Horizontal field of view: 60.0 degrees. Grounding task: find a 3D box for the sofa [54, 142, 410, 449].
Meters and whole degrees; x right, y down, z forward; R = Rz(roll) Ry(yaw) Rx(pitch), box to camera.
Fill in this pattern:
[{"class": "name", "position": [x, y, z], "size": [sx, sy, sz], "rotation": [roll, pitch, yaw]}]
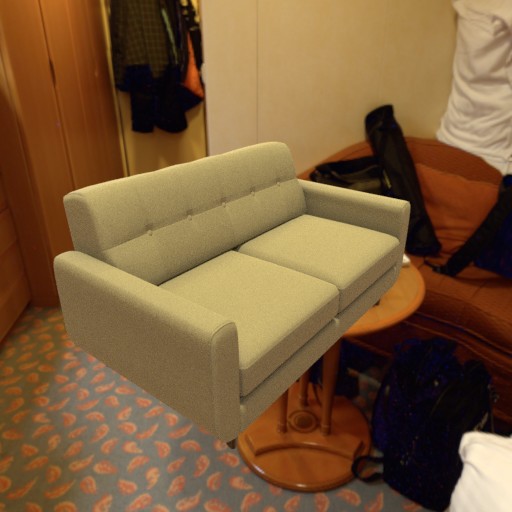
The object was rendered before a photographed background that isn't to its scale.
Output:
[{"class": "sofa", "position": [0.000, 0.000, 2.250], "size": [0.980, 0.892, 1.655], "rotation": [18, 31, 34]}]
